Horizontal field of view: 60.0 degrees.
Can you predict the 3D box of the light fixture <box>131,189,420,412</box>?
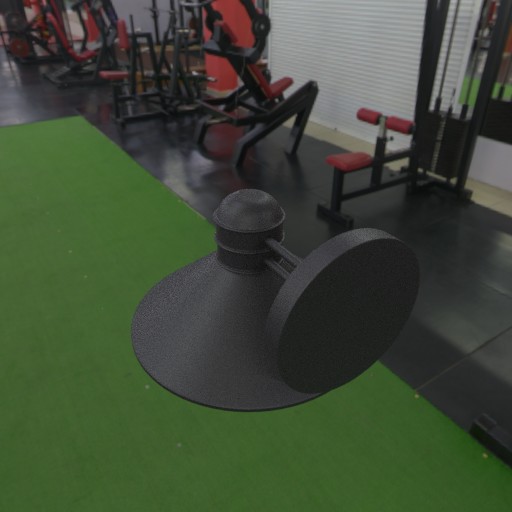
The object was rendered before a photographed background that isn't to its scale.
[{"bbox_3d":[0.000,0.000,0.675,0.396,0.265,0.434,-17,36,-26],"label":"light fixture"}]
